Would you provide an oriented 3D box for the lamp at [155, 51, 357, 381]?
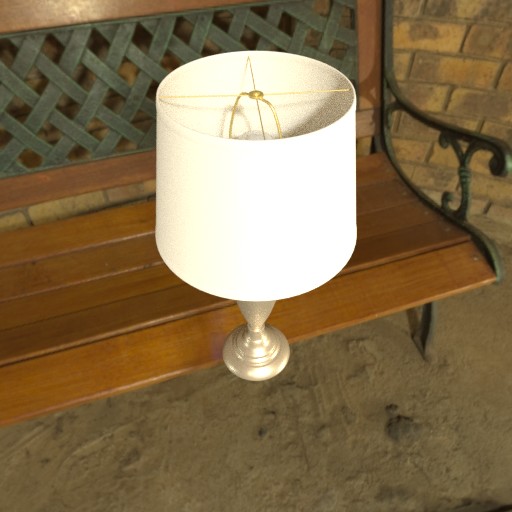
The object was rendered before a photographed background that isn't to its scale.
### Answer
[{"bbox_3d":[0.000,0.000,0.787,0.328,0.612,0.328,0,45,0],"label":"lamp"}]
